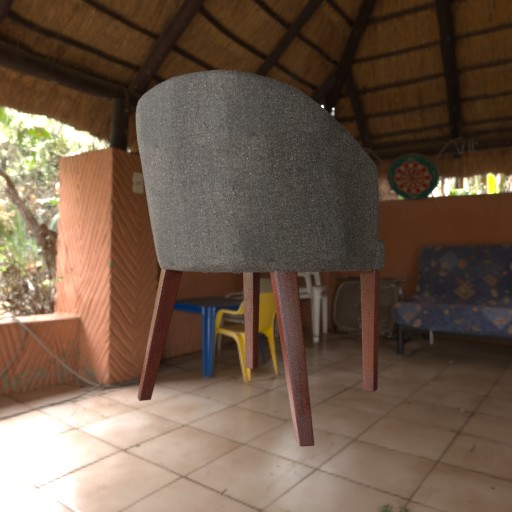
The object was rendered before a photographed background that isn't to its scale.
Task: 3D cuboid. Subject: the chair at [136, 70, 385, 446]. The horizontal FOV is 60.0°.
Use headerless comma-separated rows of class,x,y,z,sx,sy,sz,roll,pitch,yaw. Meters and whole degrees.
chair,0.000,0.000,1.250,0.583,0.811,0.655,0,0,36
